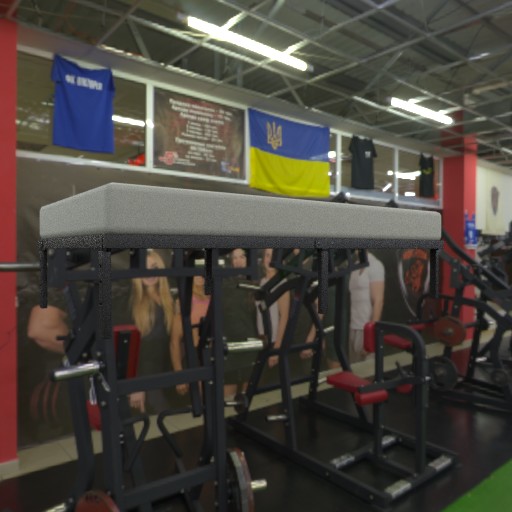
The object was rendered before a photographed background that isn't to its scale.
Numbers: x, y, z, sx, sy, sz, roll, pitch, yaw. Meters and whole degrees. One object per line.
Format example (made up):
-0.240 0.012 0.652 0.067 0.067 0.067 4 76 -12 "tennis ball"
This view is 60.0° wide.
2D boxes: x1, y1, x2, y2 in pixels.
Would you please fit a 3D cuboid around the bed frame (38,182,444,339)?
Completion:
0.000 0.000 3.212 2.635 0.680 1.393 -1 1 -37 "bed frame"
